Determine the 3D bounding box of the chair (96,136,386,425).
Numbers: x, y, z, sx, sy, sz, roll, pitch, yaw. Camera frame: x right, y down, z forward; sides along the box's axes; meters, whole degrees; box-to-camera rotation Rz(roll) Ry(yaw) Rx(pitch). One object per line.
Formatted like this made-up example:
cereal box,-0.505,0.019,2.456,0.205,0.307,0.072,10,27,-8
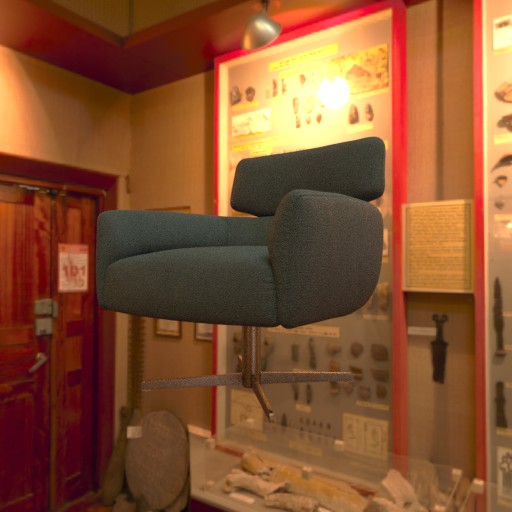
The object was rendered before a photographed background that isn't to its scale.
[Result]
chair,0.000,0.000,1.410,0.738,0.813,0.761,-1,-1,36
